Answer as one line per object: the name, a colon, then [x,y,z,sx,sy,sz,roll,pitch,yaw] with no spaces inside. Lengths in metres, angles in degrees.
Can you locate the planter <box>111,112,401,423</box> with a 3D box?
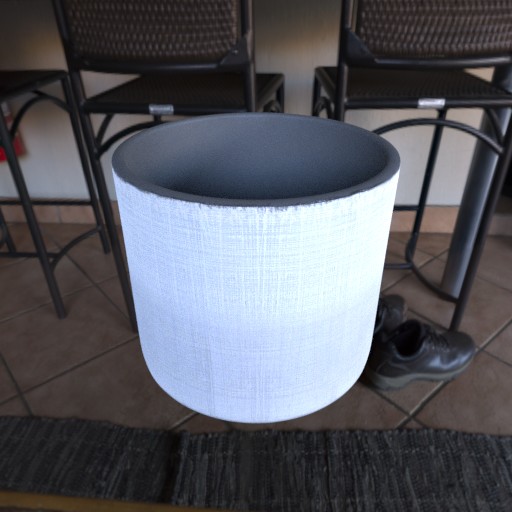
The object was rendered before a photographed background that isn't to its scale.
planter: [0.000,0.000,0.395,0.221,0.201,0.221,0,32,0]
